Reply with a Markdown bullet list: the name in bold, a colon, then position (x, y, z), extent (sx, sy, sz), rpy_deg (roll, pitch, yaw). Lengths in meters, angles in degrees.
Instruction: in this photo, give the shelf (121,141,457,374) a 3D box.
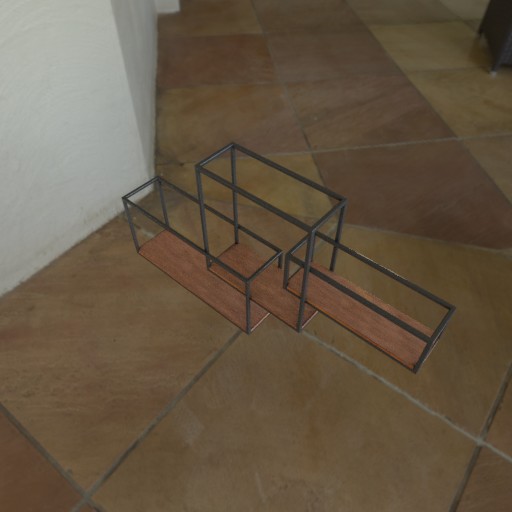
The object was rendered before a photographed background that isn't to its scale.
- **shelf**: position (0.000, 0.000, 2.167), extent (1.781, 0.972, 0.275), rpy_deg (32, 55, 26)
